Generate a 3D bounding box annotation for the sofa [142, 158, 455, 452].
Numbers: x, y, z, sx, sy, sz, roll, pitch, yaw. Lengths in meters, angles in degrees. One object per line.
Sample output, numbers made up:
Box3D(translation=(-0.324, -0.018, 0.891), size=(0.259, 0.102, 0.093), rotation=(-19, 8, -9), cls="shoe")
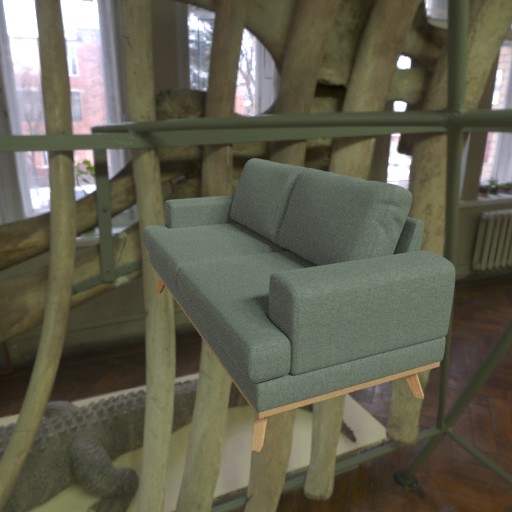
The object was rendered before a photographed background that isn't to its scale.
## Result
Box3D(translation=(0.000, 0.000, 2.101), size=(0.785, 0.810, 1.650), rotation=(-8, 19, -23), cls="sofa")
